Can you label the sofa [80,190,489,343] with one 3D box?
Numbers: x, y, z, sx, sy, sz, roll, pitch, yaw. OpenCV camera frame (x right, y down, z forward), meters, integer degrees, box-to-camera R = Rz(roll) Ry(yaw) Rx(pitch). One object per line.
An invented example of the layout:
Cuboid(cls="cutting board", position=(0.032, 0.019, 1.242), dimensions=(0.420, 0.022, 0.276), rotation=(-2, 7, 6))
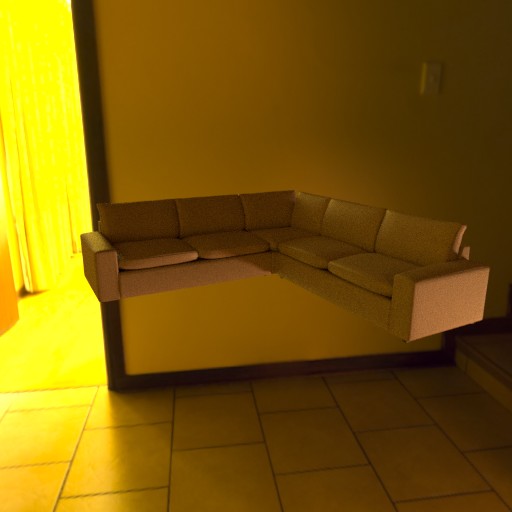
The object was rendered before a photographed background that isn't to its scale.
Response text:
Cuboid(cls="sofa", position=(0.000, 0.000, 3.995), dimensions=(2.622, 0.800, 2.742), rotation=(-8, 17, -27))
